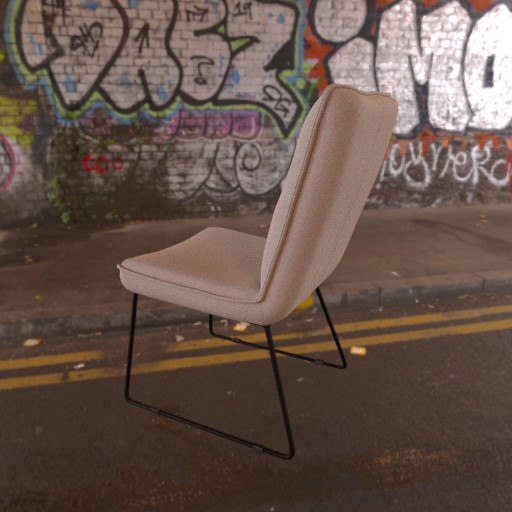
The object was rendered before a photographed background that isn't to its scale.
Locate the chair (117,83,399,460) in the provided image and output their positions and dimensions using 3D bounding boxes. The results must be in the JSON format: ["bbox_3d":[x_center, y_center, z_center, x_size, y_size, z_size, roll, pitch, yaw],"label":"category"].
[{"bbox_3d":[0.000,0.000,1.335,0.688,0.930,0.515,9,19,26],"label":"chair"}]
